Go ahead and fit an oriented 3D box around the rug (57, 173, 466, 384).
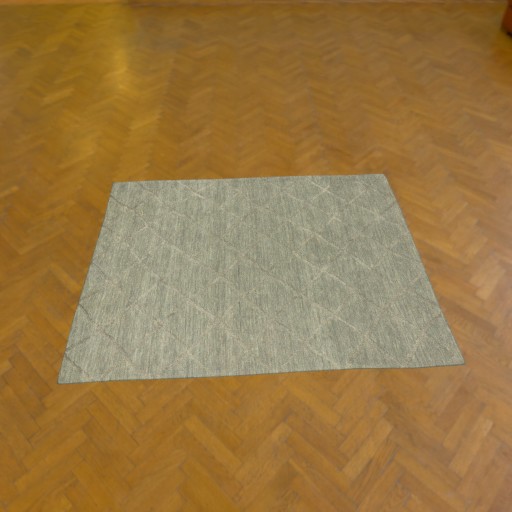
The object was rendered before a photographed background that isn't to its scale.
[{"bbox_3d":[0.000,0.000,4.096,3.048,0.013,2.438,-2,46,-2],"label":"rug"}]
